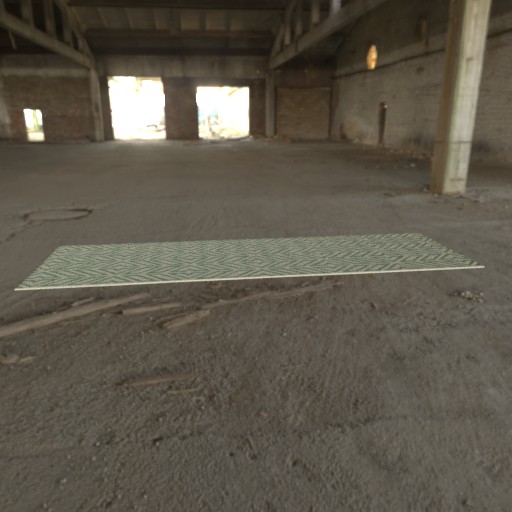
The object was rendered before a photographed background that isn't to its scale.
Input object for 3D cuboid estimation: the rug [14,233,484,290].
[{"bbox_3d":[0.000,0.000,2.627,2.435,0.009,0.750,-2,18,-8],"label":"rug"}]
